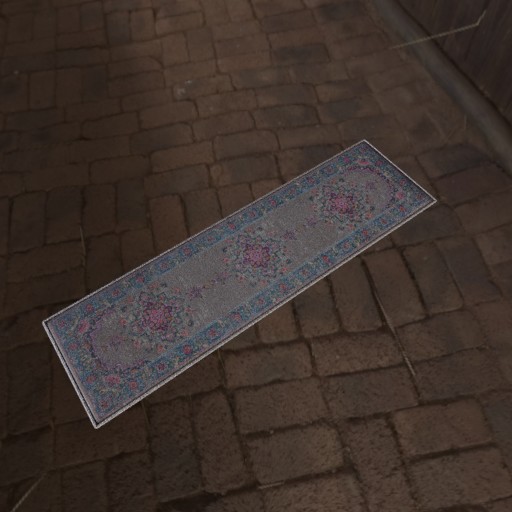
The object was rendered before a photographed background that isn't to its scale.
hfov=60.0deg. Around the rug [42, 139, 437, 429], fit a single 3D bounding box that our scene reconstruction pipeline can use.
[{"bbox_3d":[0.000,0.000,2.532,2.297,0.019,0.659,-32,64,-18],"label":"rug"}]
